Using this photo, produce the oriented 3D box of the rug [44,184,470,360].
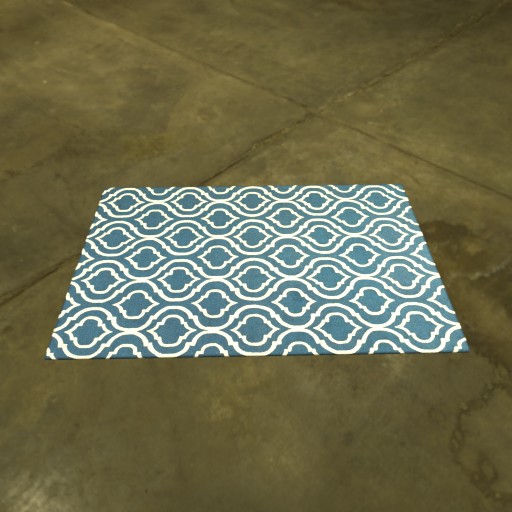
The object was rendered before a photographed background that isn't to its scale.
[{"bbox_3d":[0.000,0.000,2.216,1.753,0.010,1.143,-1,46,-1],"label":"rug"}]
